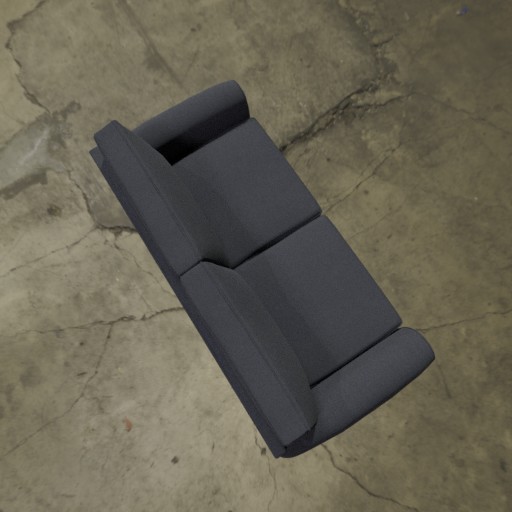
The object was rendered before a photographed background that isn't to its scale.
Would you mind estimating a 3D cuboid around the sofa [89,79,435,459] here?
[{"bbox_3d":[0.000,0.000,2.494,0.951,1.031,2.009,-32,77,-8],"label":"sofa"}]
